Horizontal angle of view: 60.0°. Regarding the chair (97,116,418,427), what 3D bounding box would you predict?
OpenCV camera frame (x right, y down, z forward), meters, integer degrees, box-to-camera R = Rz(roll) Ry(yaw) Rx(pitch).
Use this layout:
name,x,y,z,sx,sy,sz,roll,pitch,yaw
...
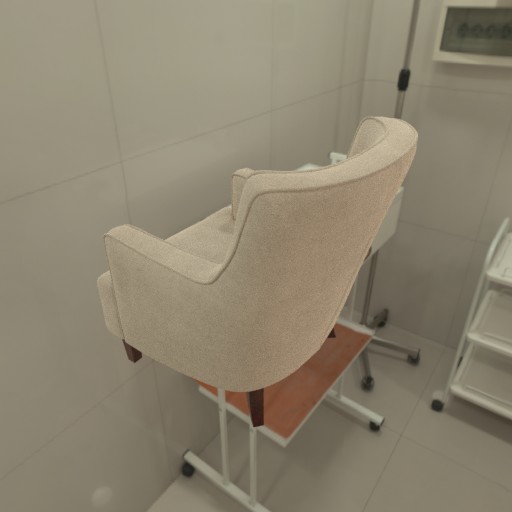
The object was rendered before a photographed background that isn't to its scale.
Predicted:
name,x,y,z,sx,sy,sz,roll,pitch,yaw
chair,0.000,0.000,1.574,0.910,0.920,0.781,20,36,30
